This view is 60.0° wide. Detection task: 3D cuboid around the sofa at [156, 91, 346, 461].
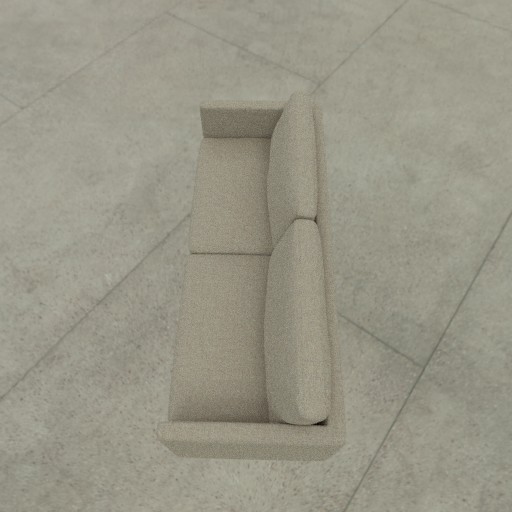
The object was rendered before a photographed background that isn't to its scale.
[{"bbox_3d":[0.000,0.000,2.968,0.951,0.965,2.434,1,59,1],"label":"sofa"}]
